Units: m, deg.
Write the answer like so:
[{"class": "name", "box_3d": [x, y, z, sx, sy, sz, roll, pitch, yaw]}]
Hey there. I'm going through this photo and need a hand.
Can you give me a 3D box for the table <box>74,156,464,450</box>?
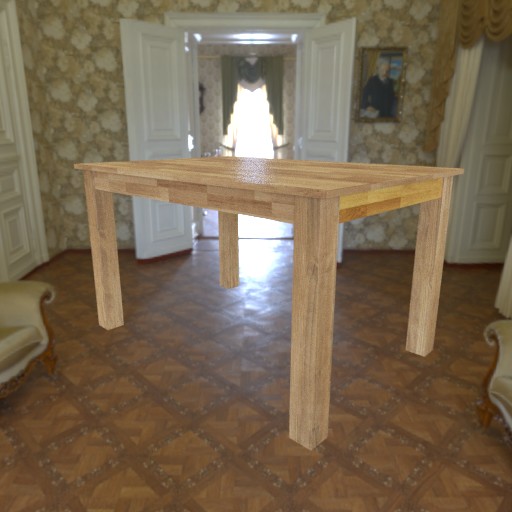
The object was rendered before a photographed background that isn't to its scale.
[{"class": "table", "box_3d": [0.000, 0.000, 1.882, 1.300, 0.750, 0.900, 14, 21, 42]}]
